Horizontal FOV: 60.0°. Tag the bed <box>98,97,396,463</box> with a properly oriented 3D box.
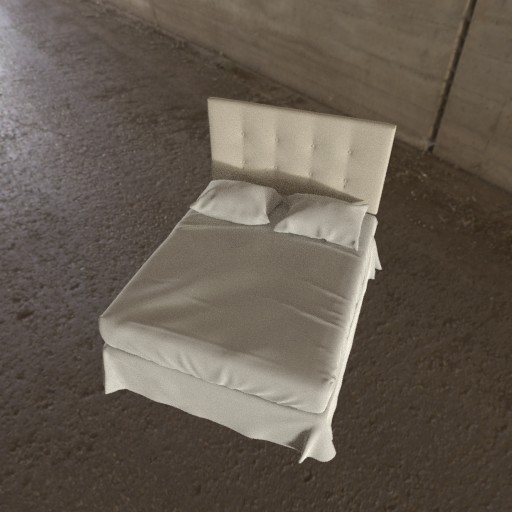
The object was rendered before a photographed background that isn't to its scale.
[{"bbox_3d":[0.000,0.000,3.504,1.936,1.577,2.222,14,43,15],"label":"bed"}]
